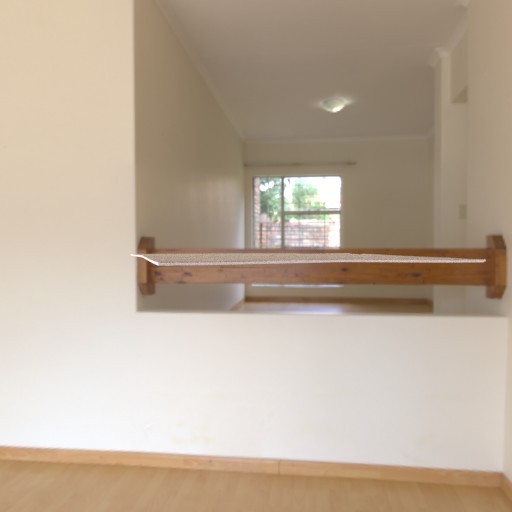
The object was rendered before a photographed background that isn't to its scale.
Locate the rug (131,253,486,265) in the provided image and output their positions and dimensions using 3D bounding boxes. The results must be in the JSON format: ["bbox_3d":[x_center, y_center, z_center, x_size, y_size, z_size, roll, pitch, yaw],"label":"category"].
[{"bbox_3d":[0.000,0.000,2.247,1.154,0.021,1.792,0,1,-18],"label":"rug"}]
